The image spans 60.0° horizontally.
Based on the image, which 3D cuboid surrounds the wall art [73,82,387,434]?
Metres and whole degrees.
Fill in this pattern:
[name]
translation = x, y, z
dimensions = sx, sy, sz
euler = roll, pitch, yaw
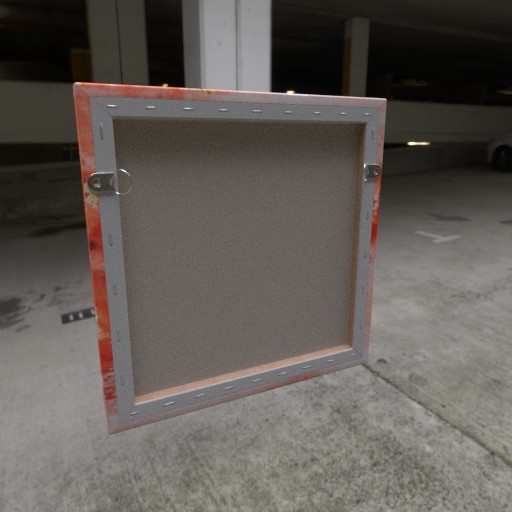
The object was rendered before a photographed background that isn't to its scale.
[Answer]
[wall art]
translation = 0.000, 0.000, 1.070
dimensions = 0.747, 0.746, 0.064
euler = -7, 16, -26
